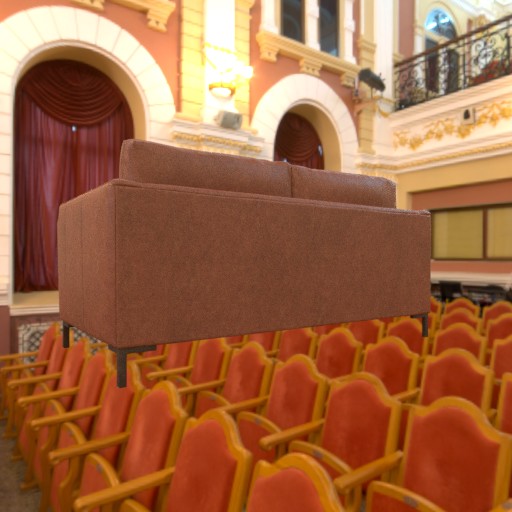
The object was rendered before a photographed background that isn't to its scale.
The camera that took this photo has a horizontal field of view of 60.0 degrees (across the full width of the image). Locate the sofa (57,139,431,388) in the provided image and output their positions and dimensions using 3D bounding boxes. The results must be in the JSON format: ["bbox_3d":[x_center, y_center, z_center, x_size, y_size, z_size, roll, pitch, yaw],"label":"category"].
[{"bbox_3d":[0.000,0.000,2.298,1.797,0.883,0.899,0,-1,-35],"label":"sofa"}]
